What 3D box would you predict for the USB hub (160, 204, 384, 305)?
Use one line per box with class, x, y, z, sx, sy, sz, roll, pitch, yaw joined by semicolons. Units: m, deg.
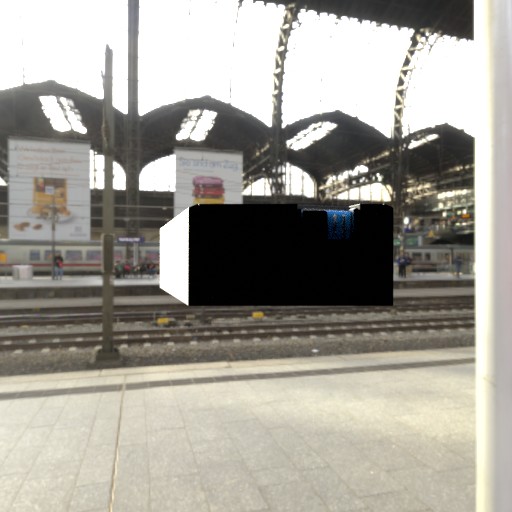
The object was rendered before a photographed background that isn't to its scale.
USB hub;0.000;0.000;0.125;0.044;0.023;0.110;0;-1;-17
